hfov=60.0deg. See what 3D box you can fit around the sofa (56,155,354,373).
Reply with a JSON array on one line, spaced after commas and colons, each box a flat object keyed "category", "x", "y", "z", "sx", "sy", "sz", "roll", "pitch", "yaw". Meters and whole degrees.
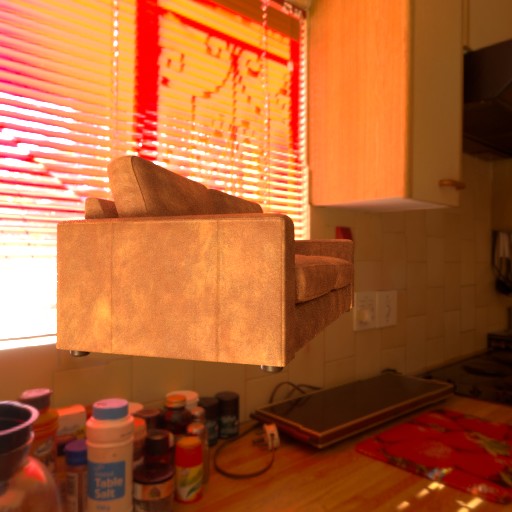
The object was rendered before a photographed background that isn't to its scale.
[{"category": "sofa", "x": 0.000, "y": 0.000, "z": 2.693, "sx": 1.016, "sy": 0.873, "sz": 2.179, "roll": 0, "pitch": -1, "yaw": 19}]
